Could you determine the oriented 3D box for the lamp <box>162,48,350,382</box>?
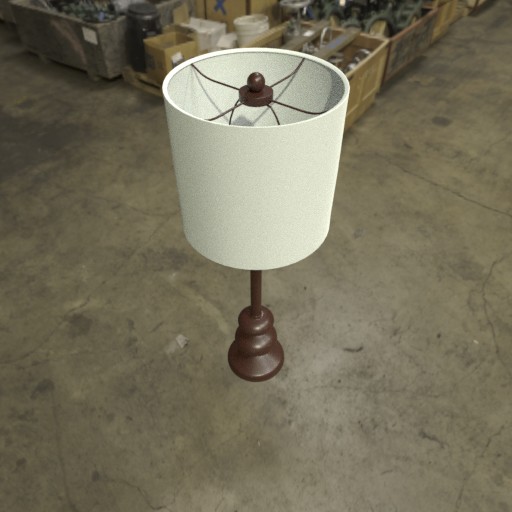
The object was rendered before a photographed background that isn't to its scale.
[{"bbox_3d":[0.000,0.000,0.837,0.254,0.690,0.254,28,51,26],"label":"lamp"}]
